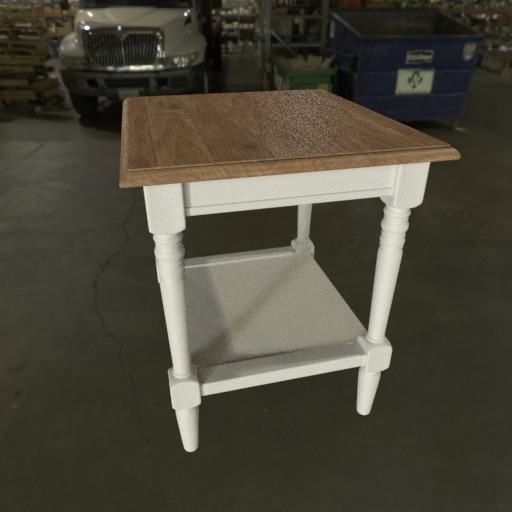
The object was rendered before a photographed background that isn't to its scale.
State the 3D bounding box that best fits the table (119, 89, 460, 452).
[{"bbox_3d":[0.000,0.000,0.912,0.457,0.561,0.508,-7,30,-12],"label":"table"}]
